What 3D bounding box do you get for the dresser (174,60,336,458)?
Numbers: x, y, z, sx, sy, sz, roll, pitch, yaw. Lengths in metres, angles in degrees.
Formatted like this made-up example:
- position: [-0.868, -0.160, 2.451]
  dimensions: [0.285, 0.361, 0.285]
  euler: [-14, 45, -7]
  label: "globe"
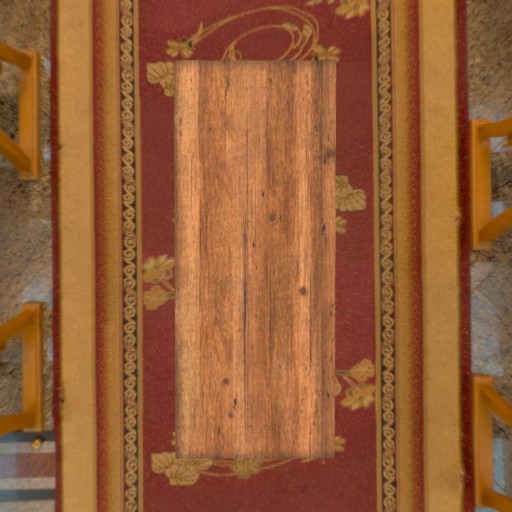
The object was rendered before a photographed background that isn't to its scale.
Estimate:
- position: [0.000, 0.000, 1.866]
  dimensions: [0.438, 1.359, 1.067]
  euler: [0, 91, 0]
  label: "dresser"
